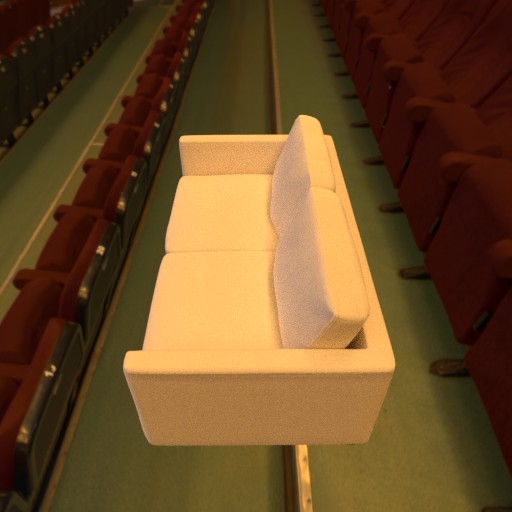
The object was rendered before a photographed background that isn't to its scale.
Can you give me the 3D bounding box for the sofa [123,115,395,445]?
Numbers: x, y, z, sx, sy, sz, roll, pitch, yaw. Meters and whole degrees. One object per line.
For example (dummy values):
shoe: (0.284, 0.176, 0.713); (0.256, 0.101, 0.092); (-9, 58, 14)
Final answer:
sofa: (0.000, 0.000, 2.270); (0.964, 0.888, 1.702); (0, 42, 0)
